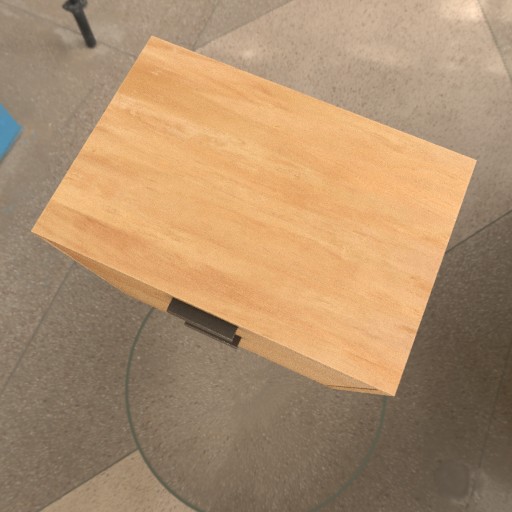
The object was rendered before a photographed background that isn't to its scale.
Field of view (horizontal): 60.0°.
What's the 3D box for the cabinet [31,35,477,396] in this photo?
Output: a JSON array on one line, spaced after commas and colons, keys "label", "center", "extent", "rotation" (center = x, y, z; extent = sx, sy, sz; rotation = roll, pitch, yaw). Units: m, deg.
[{"label": "cabinet", "center": [0.000, 0.000, 0.937], "extent": [0.551, 0.599, 0.394], "rotation": [23, 76, 6]}]
